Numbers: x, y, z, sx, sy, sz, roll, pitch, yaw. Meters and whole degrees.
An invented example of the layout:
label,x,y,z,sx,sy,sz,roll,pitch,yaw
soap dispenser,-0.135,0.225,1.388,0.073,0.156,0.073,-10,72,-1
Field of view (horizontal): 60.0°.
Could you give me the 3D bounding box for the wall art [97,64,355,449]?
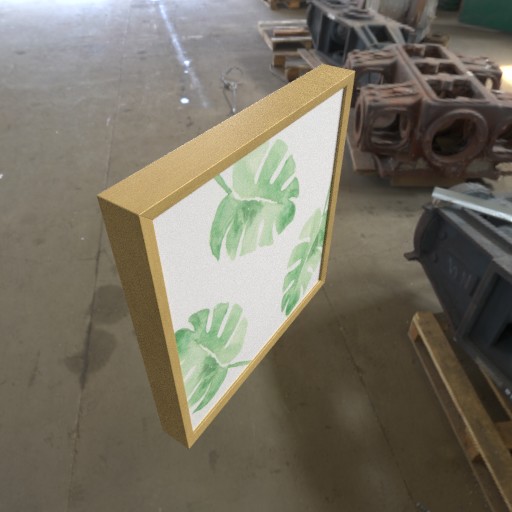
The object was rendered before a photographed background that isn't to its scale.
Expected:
label,x,y,z,sx,sy,sz,roll,pitch,yaw
wall art,0.000,0.000,0.470,0.038,0.305,0.305,24,47,25
